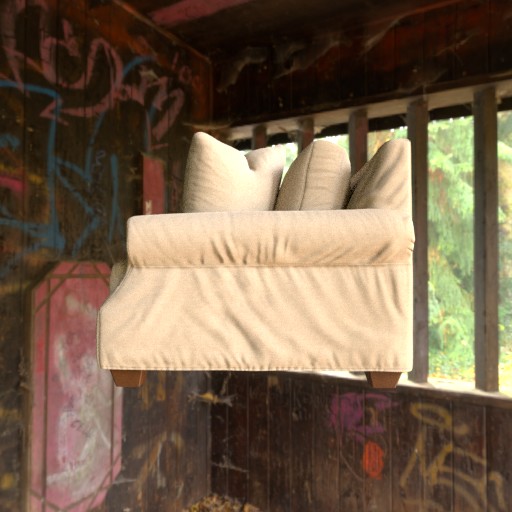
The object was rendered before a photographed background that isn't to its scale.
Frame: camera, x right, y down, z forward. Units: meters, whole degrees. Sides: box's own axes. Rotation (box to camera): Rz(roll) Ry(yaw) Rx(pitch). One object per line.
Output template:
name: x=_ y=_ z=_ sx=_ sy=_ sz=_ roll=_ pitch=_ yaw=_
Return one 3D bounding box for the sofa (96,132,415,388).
sofa: x=0.000 y=0.000 z=2.160 sx=1.070 sy=0.905 sz=1.550 roll=0 pitch=-1 yaw=1
